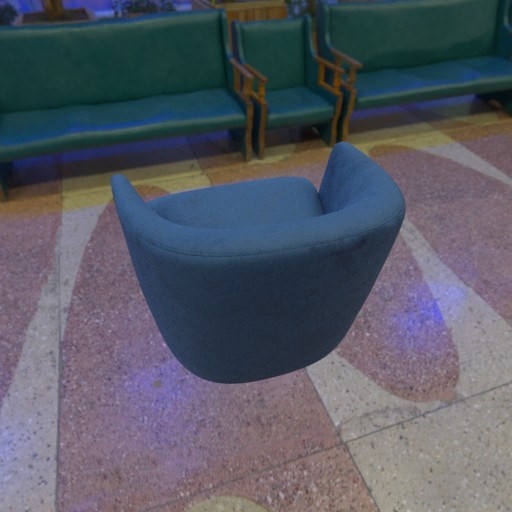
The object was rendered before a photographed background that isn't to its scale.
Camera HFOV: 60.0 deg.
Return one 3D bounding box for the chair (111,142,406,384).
[{"bbox_3d":[0.000,0.000,1.384,0.773,0.698,0.767,-11,42,-13],"label":"chair"}]
